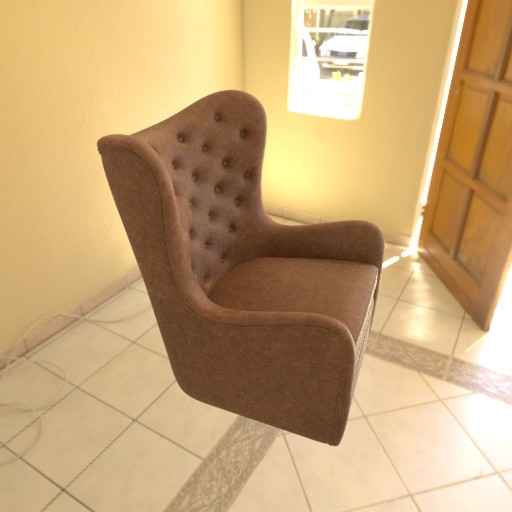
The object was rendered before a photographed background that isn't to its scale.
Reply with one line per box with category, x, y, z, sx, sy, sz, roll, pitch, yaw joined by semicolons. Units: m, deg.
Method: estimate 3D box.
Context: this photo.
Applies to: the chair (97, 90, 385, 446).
chair;0.000;0.000;1.731;0.930;1.079;0.831;11;32;18
